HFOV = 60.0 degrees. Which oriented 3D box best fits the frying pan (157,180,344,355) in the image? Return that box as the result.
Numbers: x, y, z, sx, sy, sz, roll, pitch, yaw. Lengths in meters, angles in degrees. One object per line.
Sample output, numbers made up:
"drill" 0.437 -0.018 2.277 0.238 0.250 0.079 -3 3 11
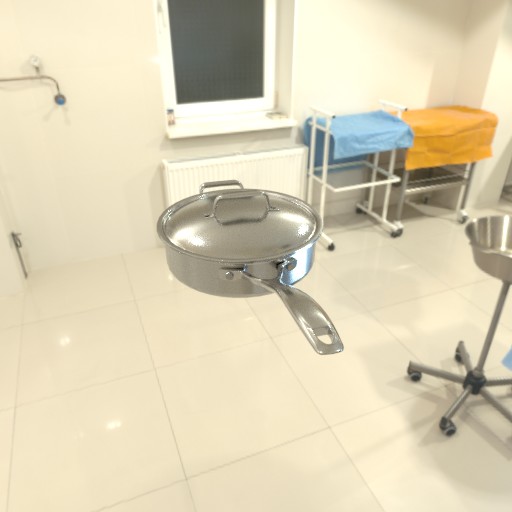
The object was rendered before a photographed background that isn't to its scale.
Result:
"frying pan" 0.000 0.000 0.591 0.245 0.111 0.492 -8 31 -13
